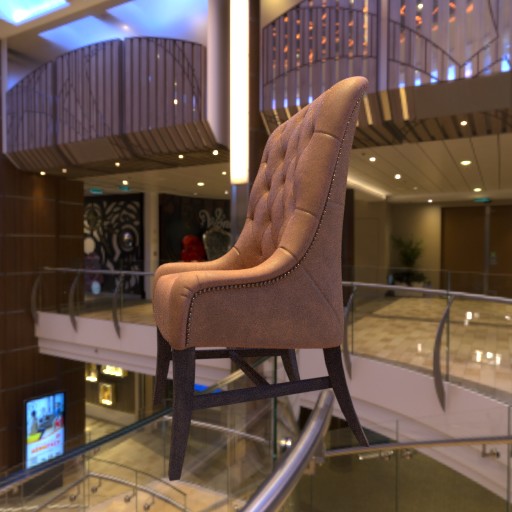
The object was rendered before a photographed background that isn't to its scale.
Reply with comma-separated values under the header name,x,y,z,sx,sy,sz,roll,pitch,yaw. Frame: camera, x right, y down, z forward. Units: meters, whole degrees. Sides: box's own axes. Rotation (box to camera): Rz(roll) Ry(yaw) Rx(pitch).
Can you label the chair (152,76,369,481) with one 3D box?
name,x,y,z,sx,sy,sz,roll,pitch,yaw
chair,0.000,0.000,1.441,0.629,1.091,0.634,0,1,-17
